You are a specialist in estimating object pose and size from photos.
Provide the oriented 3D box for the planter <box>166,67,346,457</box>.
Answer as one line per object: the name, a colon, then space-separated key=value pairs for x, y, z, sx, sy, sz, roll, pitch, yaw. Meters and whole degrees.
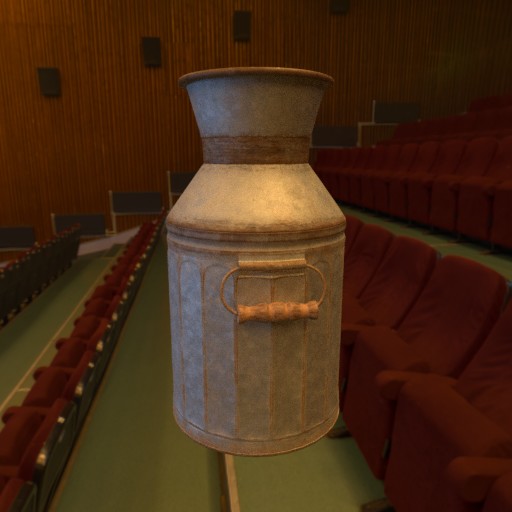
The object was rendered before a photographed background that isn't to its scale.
planter: x=0.000 y=0.000 z=0.534 sx=0.214 sy=0.396 sz=0.245 roll=-2 pitch=13 yaw=-9
